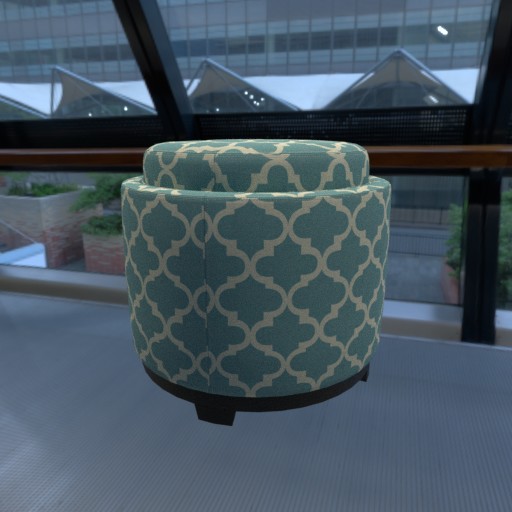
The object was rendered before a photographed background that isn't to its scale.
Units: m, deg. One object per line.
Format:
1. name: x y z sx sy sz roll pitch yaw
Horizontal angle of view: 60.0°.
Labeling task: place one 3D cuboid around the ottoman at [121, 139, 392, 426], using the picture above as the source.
1. ottoman: 0.000 0.000 0.845 0.480 0.429 0.480 0 16 0
